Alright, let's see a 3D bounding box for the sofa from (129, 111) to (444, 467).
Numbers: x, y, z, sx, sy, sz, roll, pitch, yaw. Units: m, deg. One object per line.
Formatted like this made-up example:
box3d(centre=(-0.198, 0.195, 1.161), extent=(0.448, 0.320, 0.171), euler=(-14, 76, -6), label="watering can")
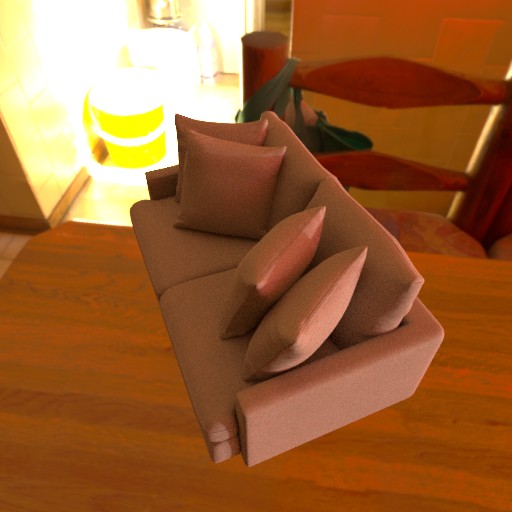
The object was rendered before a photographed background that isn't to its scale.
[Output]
box3d(centre=(0.000, 0.000, 2.617), extent=(1.228, 1.080, 1.869), euler=(-17, 49, -15), label="sofa")
